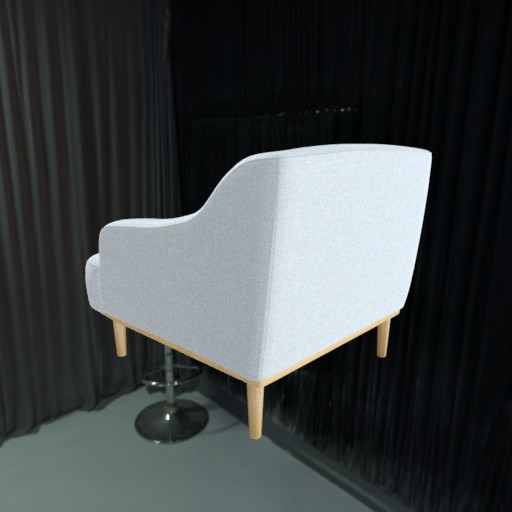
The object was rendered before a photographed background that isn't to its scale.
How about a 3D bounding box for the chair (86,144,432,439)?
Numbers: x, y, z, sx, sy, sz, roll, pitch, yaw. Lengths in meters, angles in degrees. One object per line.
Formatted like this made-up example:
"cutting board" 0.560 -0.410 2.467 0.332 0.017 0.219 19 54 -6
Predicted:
"chair" 0.000 0.000 1.668 0.946 0.818 0.951 -14 20 -43
